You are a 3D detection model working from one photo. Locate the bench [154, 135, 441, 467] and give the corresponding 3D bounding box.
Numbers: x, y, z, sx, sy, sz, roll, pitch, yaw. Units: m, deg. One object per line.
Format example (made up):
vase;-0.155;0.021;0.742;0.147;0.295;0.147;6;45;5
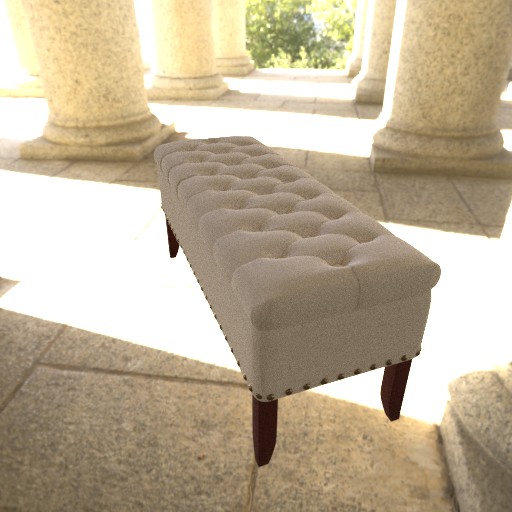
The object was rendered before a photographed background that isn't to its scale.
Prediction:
bench;0.000;0.000;1.323;0.400;0.470;1.054;-11;31;-18
